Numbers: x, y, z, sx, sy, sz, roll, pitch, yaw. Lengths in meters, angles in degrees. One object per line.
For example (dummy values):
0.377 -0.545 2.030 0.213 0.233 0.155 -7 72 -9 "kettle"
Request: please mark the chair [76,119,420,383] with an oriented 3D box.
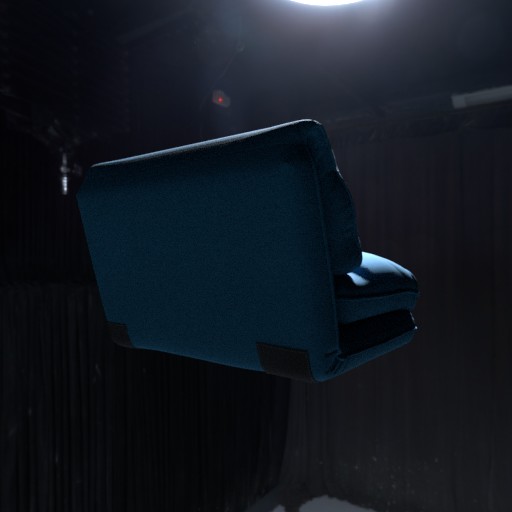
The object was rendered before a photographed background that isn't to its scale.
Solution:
0.000 0.000 1.388 0.820 0.580 0.780 0 0 37 "chair"
